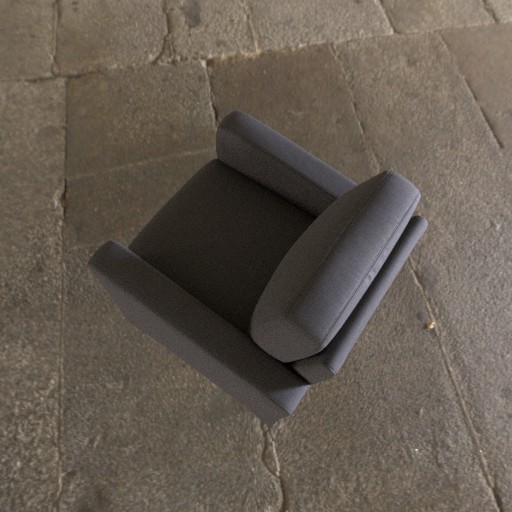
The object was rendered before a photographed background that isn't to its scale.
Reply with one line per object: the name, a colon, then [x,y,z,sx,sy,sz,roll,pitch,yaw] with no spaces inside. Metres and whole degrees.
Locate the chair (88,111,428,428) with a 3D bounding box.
chair: [0.000,0.000,1.550,0.863,0.855,0.798,32,68,15]
